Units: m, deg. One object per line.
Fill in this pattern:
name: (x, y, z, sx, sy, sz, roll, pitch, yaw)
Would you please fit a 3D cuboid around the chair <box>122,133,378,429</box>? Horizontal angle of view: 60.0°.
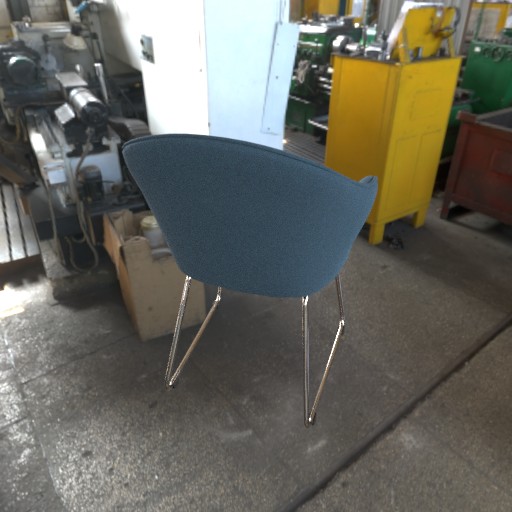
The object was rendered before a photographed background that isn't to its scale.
chair: (0.000, 0.000, 1.193, 0.570, 0.815, 0.585, 10, 33, 15)
